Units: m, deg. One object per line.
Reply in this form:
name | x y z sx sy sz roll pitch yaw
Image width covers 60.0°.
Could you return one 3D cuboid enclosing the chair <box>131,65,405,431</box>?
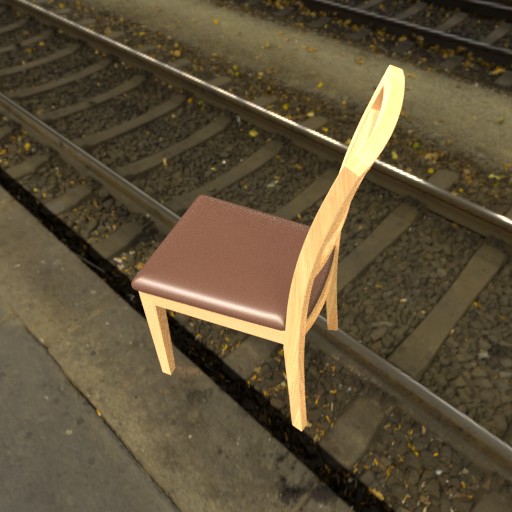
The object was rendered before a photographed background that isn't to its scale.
chair | 0.000 0.000 1.189 0.545 0.940 0.420 16 48 15
